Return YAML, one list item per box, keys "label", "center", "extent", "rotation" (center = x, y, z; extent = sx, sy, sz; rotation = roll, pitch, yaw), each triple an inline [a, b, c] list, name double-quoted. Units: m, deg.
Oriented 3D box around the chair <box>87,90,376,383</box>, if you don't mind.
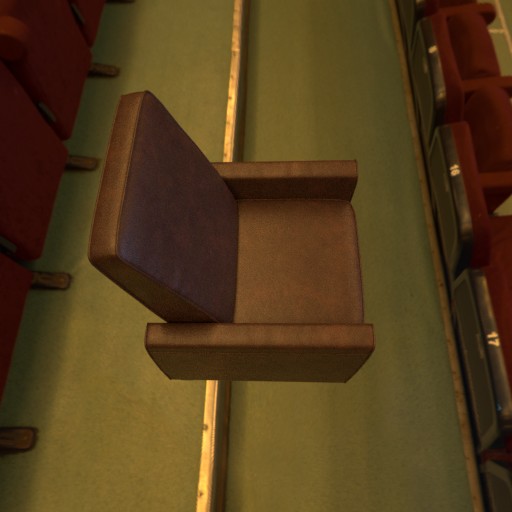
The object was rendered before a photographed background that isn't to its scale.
- label: "chair"
  center: [0.000, 0.000, 1.518]
  extent: [0.746, 1.013, 0.705]
  rotation: [1, 64, 0]
